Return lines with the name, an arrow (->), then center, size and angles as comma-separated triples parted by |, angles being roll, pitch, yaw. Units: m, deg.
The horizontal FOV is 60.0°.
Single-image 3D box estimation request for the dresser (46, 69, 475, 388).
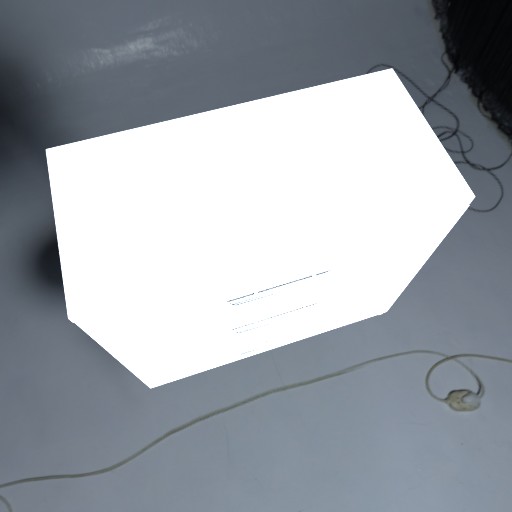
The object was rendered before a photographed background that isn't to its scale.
dresser -> 0.000, 0.000, 1.264 | 0.830, 0.740, 0.420 | -16, 64, -8
